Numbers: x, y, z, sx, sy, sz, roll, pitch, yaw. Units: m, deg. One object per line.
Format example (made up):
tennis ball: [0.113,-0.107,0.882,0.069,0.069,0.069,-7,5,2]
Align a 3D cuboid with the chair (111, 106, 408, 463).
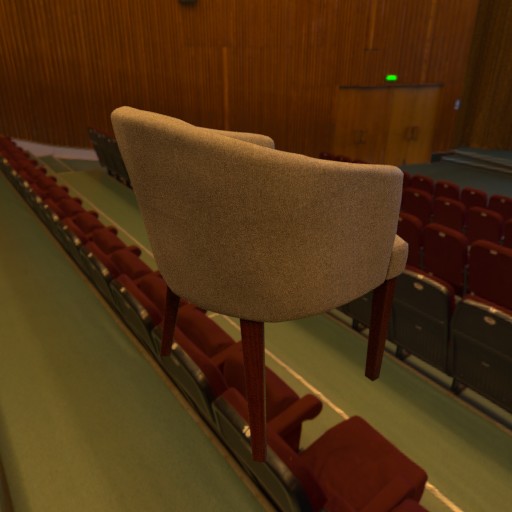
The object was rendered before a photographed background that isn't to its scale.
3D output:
chair: [0.000,0.000,1.213,0.655,0.811,0.583,-17,30,-33]
